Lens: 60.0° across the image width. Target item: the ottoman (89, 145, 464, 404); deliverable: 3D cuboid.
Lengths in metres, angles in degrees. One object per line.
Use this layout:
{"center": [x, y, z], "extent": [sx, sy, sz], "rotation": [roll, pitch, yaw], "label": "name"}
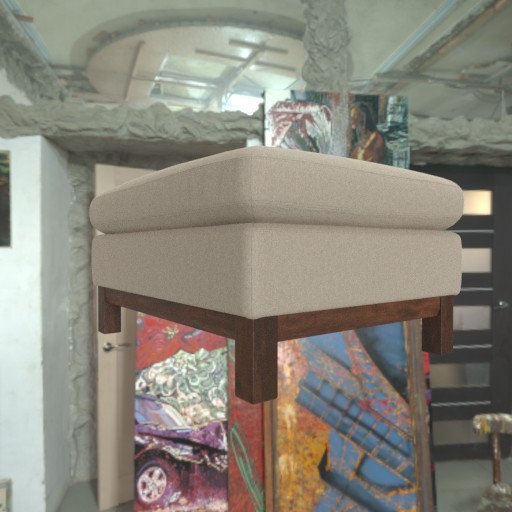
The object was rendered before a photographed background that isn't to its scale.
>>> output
{"center": [0.000, 0.000, 1.090], "extent": [0.606, 0.420, 0.771], "rotation": [-1, 1, -37], "label": "ottoman"}
